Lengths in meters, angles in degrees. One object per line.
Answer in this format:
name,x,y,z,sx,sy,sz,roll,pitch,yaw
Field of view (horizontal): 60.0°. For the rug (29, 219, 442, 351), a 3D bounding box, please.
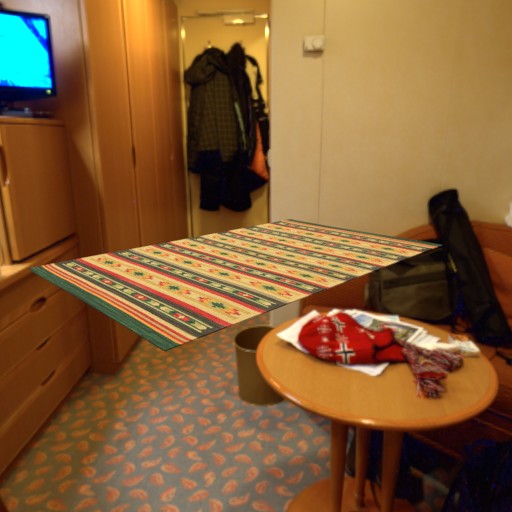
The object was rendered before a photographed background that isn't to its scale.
rug,0.000,0.000,3.040,2.447,0.011,1.520,-14,21,-42
